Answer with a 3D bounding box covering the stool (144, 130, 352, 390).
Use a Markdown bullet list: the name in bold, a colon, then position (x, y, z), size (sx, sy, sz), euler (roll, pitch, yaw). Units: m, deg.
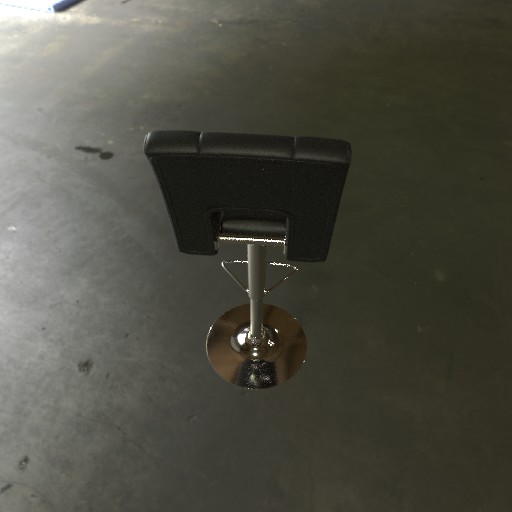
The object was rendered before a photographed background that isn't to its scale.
- **stool**: position (0.000, 0.000, 1.393), size (0.415, 1.151, 0.520), euler (4, 48, 3)
